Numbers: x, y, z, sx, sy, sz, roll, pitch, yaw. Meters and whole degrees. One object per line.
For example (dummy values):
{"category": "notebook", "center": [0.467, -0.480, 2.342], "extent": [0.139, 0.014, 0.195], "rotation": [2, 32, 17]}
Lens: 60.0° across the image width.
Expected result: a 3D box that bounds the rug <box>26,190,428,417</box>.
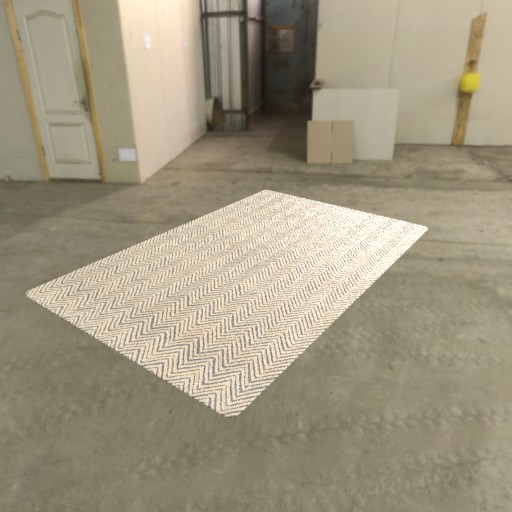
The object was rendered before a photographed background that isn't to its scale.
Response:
{"category": "rug", "center": [0.000, 0.000, 2.184], "extent": [1.144, 0.008, 1.752], "rotation": [19, 32, 32]}
